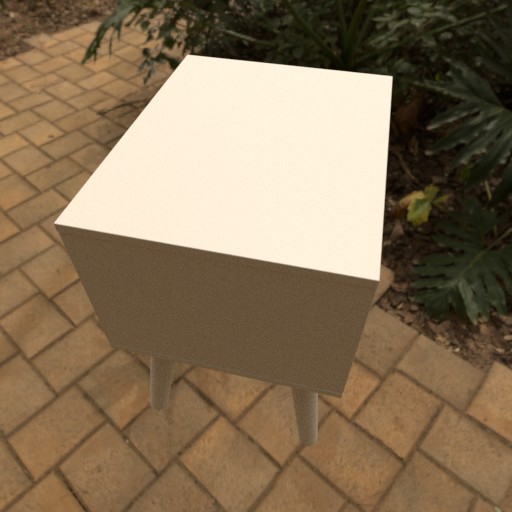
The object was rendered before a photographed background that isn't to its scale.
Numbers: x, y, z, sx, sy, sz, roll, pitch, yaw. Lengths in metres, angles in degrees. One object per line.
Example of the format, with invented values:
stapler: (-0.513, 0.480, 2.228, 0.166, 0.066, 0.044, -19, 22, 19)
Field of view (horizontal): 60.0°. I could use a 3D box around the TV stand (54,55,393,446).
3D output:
TV stand: (0.000, 0.000, 0.900, 0.405, 0.559, 0.508, 10, 48, 9)
